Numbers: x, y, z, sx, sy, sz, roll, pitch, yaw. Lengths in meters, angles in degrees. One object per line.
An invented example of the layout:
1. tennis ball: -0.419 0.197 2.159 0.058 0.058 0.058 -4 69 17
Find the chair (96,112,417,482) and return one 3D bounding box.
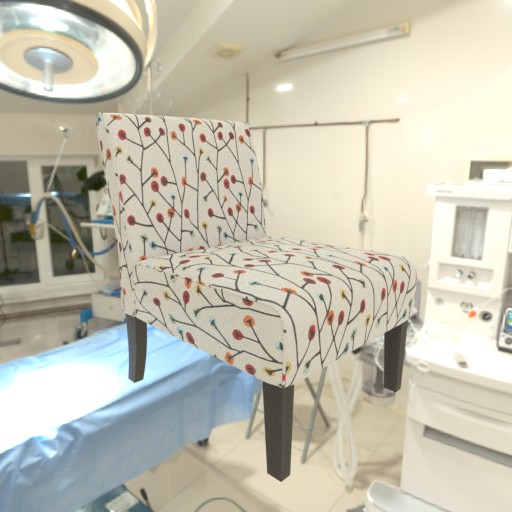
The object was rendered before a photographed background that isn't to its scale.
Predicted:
1. chair: 0.000 0.000 1.297 0.732 0.813 0.597 12 18 43
